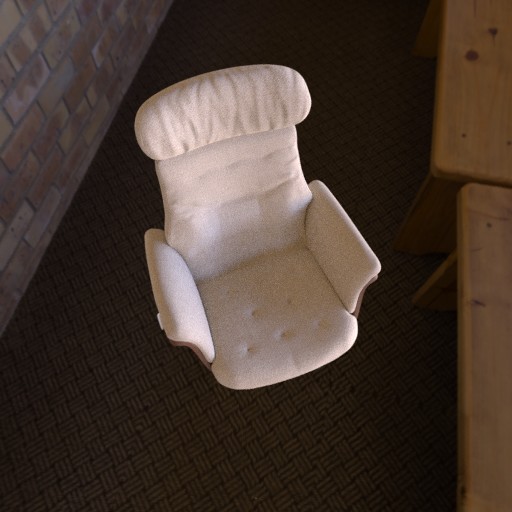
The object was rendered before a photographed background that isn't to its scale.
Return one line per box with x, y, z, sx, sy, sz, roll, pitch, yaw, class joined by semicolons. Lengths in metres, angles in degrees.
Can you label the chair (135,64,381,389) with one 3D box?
0.000;0.000;1.595;0.785;0.995;0.837;-17;63;-9;chair
